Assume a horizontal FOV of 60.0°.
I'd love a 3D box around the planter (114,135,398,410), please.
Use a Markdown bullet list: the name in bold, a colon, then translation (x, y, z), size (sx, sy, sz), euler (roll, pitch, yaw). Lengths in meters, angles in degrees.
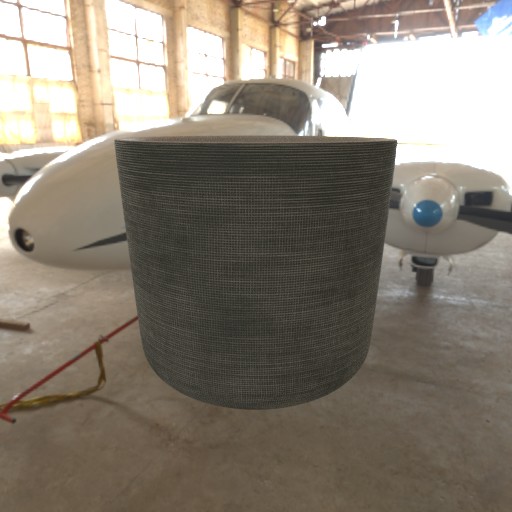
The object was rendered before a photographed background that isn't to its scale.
- **planter**: translation (0.000, 0.000, 0.774), size (0.440, 0.398, 0.440), euler (0, 16, 0)
